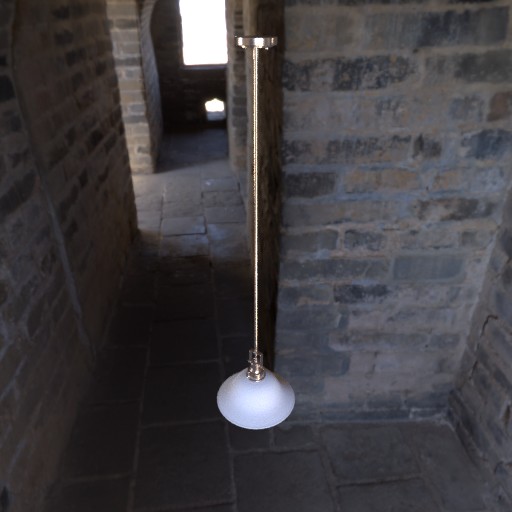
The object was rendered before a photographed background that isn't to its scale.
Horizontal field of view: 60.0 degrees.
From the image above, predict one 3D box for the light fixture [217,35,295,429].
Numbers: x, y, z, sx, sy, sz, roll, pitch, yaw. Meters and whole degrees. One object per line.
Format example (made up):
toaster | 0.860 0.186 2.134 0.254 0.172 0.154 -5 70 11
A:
light fixture | 0.000 0.000 1.524 0.324 1.354 0.324 19 35 31
